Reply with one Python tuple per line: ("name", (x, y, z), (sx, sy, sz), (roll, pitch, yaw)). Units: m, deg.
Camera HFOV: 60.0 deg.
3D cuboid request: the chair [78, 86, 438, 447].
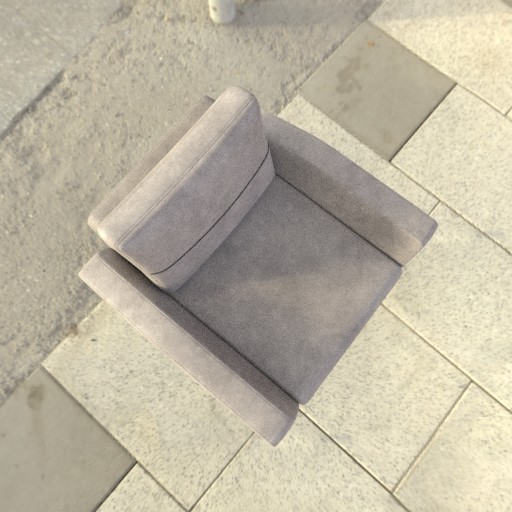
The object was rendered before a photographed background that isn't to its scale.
("chair", (0.000, 0.000, 1.572), (0.900, 0.800, 0.900), (38, 79, 9))
